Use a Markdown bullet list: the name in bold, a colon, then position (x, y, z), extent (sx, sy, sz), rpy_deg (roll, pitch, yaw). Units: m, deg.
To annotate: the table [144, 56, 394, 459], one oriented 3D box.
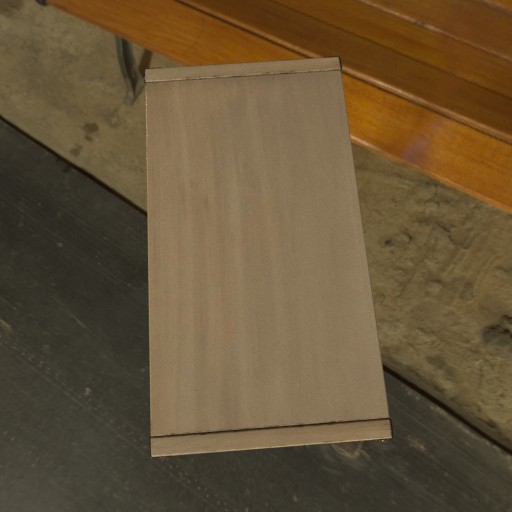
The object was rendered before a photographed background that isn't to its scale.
- **table**: position (0.000, 0.000, 1.330), extent (0.559, 0.456, 1.016), rpy_deg (-4, 76, -1)
